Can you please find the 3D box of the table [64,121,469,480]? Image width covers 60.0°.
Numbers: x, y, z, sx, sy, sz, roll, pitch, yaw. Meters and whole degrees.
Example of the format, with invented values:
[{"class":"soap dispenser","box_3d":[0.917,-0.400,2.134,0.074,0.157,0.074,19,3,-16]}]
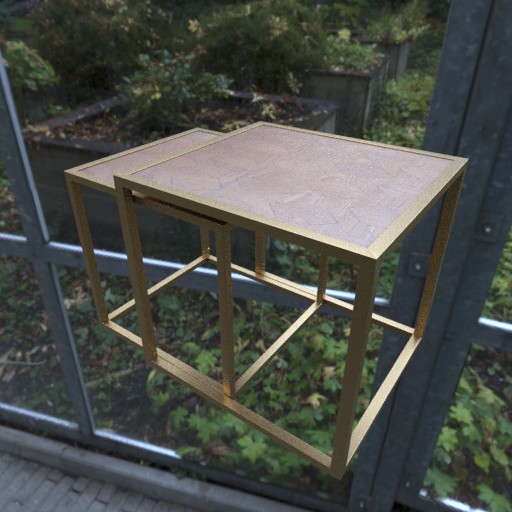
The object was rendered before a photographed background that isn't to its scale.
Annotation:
[{"class":"table","box_3d":[0.000,0.000,1.091,0.762,0.505,0.505,20,36,30]}]
